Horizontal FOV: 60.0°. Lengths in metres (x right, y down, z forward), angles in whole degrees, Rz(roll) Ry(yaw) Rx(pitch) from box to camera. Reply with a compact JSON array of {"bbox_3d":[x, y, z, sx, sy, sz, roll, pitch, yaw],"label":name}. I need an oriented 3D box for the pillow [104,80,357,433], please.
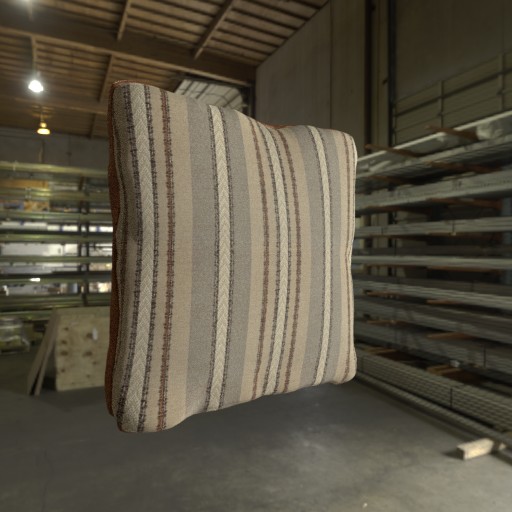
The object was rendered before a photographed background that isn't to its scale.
[{"bbox_3d":[0.000,0.000,0.735,0.489,0.490,0.130,0,0,-37],"label":"pillow"}]
